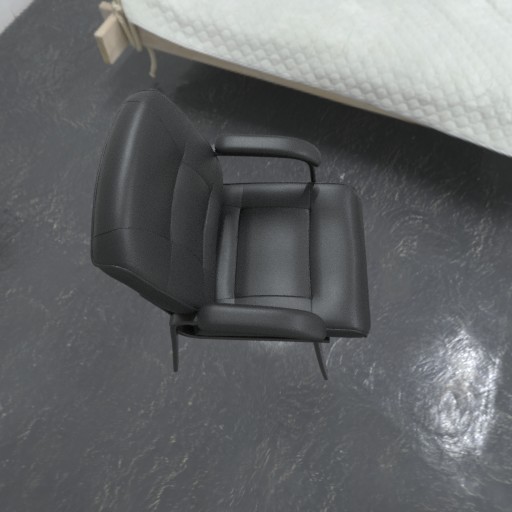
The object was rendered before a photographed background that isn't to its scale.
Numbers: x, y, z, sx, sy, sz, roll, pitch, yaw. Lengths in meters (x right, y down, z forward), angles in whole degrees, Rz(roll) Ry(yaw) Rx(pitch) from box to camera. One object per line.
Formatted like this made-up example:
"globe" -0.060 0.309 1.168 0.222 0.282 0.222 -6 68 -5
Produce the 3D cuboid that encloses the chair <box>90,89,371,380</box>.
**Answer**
"chair" 0.000 0.000 1.326 0.668 0.910 0.591 2 65 1
